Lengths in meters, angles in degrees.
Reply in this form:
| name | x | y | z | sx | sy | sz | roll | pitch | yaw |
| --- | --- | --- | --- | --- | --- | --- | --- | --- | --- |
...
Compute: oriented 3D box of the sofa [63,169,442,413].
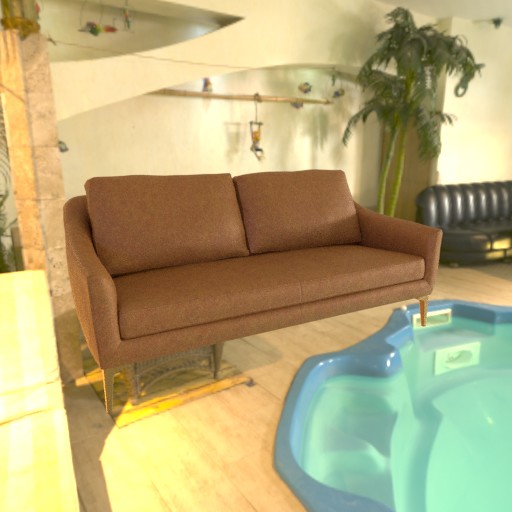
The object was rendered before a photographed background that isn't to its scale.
| name | x | y | z | sx | sy | sz | roll | pitch | yaw |
| --- | --- | --- | --- | --- | --- | --- | --- | --- | --- |
| sofa | 0.000 | 0.000 | 2.603 | 2.036 | 0.945 | 0.981 | -8 | 16 | -28 |
